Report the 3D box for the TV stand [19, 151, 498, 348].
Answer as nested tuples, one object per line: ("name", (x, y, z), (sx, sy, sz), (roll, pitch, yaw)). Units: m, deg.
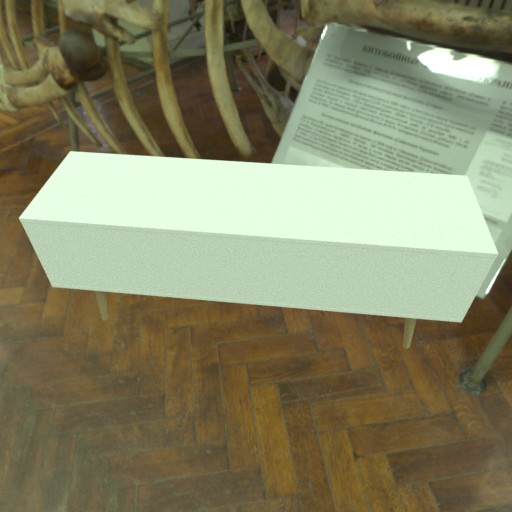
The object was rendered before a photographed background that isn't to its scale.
("TV stand", (0.000, 0.000, 1.622), (1.398, 0.560, 0.401), (4, 45, 5))
